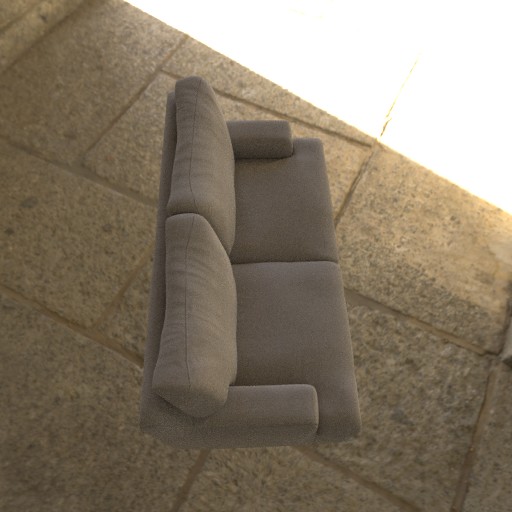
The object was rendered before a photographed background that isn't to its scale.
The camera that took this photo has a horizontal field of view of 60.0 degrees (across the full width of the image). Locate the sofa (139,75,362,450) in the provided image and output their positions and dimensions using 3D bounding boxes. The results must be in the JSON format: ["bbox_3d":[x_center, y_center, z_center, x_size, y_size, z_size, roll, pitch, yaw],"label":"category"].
[{"bbox_3d":[0.000,0.000,2.393,0.962,0.980,1.855,-2,62,-1],"label":"sofa"}]
